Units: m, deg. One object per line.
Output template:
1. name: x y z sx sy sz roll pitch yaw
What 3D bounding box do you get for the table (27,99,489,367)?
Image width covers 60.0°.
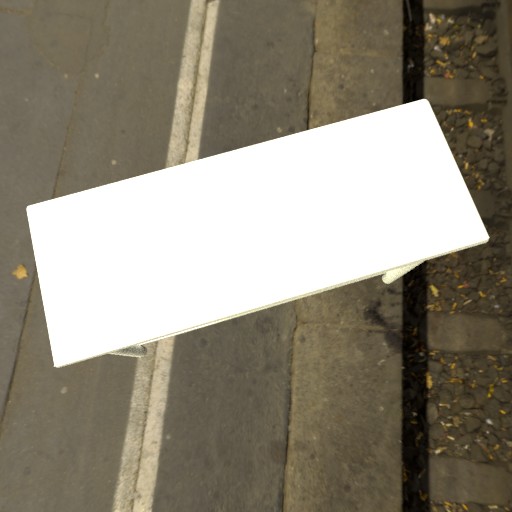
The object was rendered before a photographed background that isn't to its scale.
1. table: 0.000 0.000 1.557 1.184 0.740 0.459 -16 76 -4
